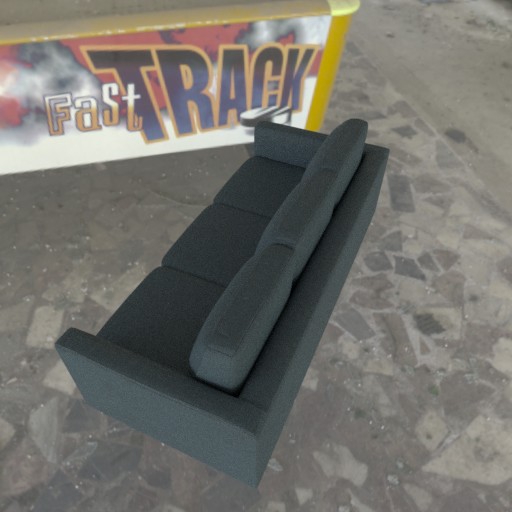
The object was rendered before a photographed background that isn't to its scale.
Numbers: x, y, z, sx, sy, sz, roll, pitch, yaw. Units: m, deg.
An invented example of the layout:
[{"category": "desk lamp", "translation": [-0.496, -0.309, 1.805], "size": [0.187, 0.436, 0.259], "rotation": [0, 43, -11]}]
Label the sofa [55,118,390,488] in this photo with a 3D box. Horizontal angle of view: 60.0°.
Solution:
[{"category": "sofa", "translation": [0.000, 0.000, 2.439], "size": [0.935, 0.945, 2.013], "rotation": [18, 48, 17]}]
